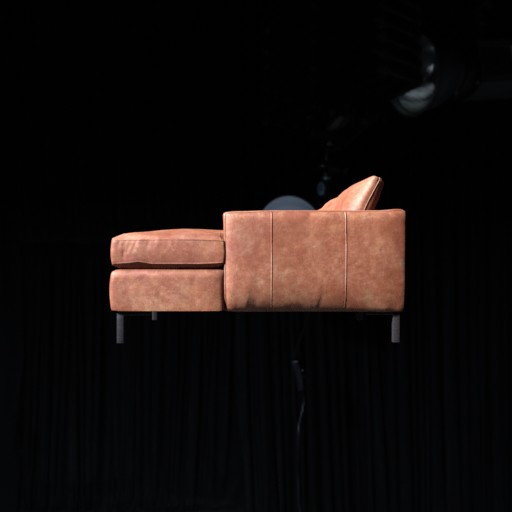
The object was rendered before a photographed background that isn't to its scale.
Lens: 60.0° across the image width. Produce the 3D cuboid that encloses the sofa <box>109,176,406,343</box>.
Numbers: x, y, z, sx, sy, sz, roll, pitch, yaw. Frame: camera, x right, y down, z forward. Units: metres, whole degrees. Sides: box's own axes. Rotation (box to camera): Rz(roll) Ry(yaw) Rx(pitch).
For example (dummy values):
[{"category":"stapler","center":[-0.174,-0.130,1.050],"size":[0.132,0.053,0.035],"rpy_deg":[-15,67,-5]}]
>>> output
[{"category":"sofa","center":[0.000,0.000,3.651],"size":[1.471,0.859,2.993],"rpy_deg":[0,0,0]}]
